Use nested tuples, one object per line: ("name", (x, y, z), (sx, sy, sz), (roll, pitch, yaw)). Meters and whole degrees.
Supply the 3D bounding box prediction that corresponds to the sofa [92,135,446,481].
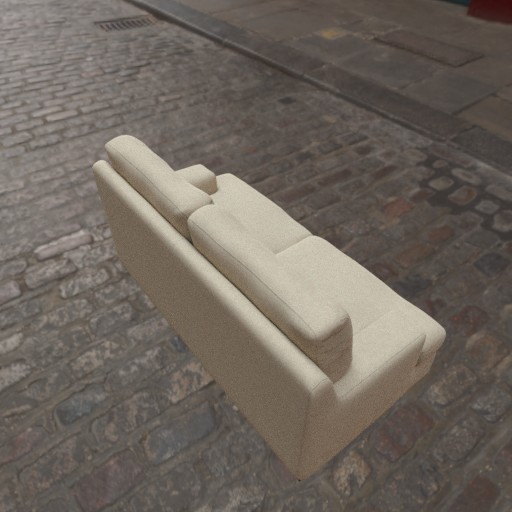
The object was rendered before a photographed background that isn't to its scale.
("sofa", (0.000, 0.000, 2.412), (0.962, 0.967, 1.885), (-27, 49, -27))
